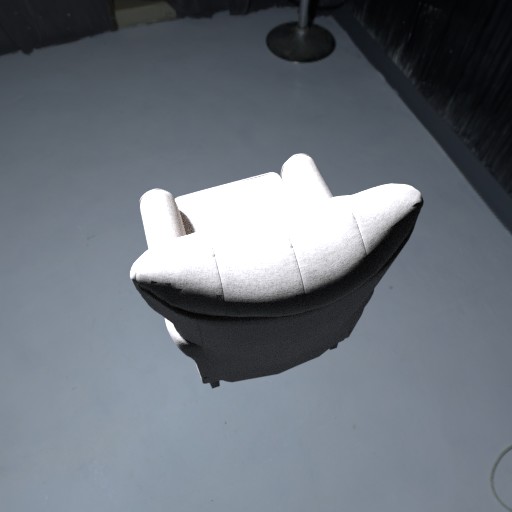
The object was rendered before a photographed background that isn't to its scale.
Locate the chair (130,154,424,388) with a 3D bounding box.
[{"bbox_3d":[0.000,0.000,1.930,0.942,1.209,1.025,-15,59,-9],"label":"chair"}]
